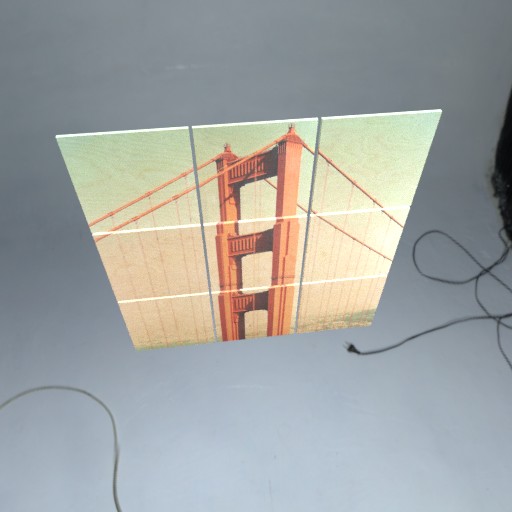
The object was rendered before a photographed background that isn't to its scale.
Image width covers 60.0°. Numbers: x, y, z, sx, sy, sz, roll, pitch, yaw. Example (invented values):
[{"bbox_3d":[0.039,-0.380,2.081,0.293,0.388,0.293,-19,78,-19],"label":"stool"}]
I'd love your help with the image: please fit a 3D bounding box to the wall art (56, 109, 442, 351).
[{"bbox_3d":[0.000,0.000,1.831,1.214,1.219,0.013,-5,47,-5],"label":"wall art"}]
